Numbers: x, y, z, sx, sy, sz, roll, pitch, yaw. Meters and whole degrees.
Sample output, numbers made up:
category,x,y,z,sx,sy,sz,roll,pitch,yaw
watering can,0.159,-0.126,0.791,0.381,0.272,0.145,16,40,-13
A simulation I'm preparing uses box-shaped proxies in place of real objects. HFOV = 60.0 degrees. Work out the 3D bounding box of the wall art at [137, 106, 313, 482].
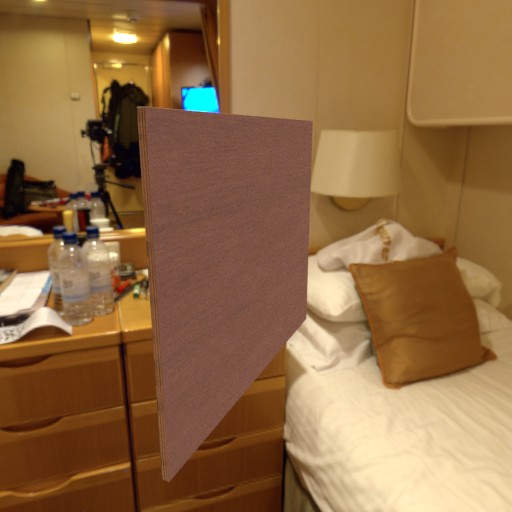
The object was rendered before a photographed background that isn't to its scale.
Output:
category,x,y,z,sx,sy,sz,roll,pitch,yaw
wall art,0.000,0.000,0.678,0.010,0.408,0.508,7,17,23
